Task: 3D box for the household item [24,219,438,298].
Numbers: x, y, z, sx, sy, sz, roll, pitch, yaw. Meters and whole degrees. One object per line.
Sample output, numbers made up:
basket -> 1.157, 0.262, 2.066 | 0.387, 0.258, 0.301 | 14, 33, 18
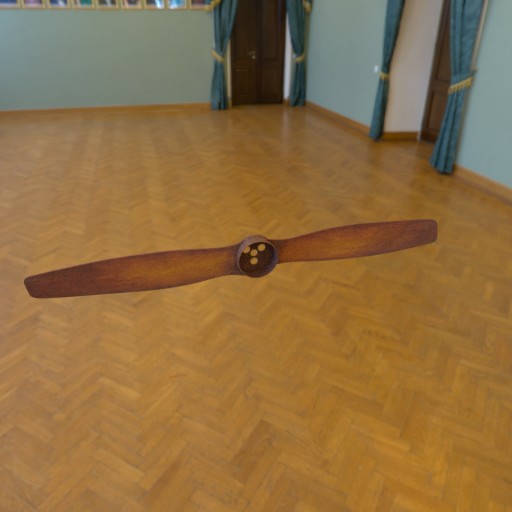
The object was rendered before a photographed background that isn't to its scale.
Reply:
household item -> 0.000, 0.000, 1.239 | 1.181, 0.121, 0.051 | -8, 29, -14
